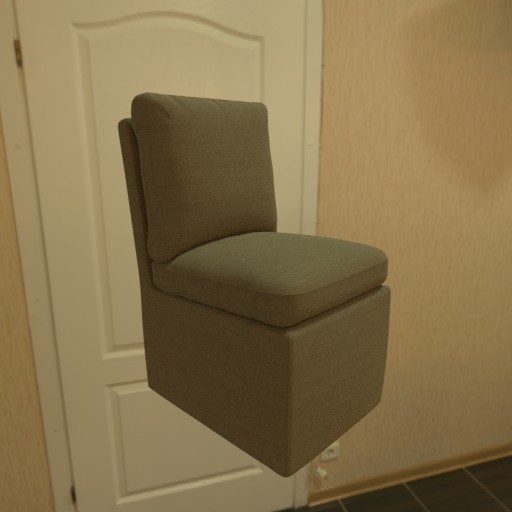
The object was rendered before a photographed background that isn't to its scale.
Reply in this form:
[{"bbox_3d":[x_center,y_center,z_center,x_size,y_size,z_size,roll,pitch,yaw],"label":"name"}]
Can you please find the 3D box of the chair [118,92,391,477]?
[{"bbox_3d":[0.000,0.000,1.338,0.698,0.927,0.503,13,20,42],"label":"chair"}]
